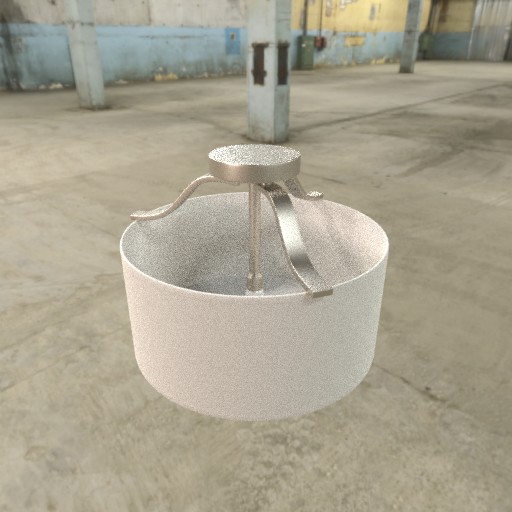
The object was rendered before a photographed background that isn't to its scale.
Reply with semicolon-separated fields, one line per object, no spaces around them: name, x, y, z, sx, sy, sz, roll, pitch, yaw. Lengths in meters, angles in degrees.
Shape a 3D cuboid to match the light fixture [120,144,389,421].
light fixture;0.000;0.000;0.662;0.395;0.304;0.395;0;25;0
